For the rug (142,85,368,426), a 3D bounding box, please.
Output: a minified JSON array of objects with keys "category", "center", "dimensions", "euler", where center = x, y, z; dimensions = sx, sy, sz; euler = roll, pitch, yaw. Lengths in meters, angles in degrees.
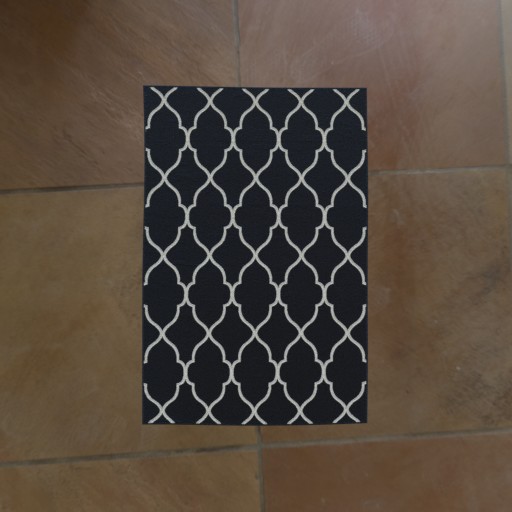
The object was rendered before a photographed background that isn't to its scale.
[{"category":"rug","center":[0.000,0.000,2.991],"dimensions":[1.526,0.014,2.290],"euler":[0,90,-2]}]
